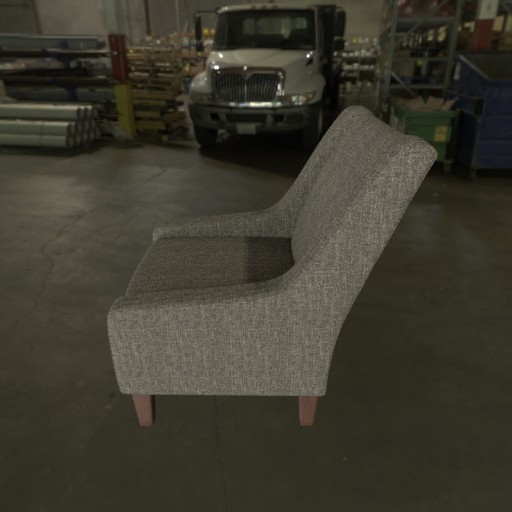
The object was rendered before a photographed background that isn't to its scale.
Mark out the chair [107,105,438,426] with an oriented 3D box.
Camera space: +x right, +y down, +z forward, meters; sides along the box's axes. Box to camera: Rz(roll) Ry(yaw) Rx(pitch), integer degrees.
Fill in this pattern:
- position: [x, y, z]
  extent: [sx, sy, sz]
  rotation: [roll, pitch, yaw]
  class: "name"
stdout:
- position: [0.000, 0.000, 1.689]
  extent: [0.944, 1.012, 0.793]
  rotation: [0, 25, 0]
  class: "chair"
